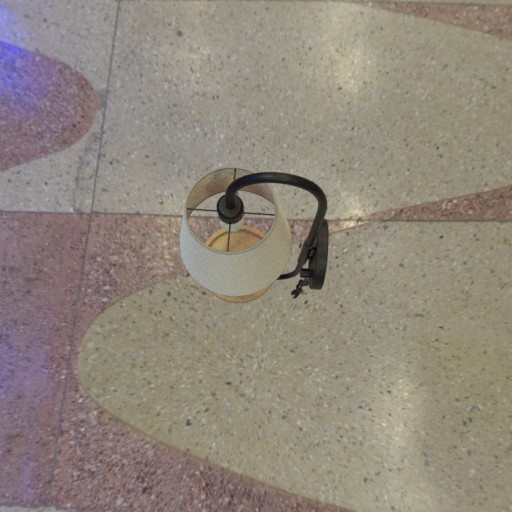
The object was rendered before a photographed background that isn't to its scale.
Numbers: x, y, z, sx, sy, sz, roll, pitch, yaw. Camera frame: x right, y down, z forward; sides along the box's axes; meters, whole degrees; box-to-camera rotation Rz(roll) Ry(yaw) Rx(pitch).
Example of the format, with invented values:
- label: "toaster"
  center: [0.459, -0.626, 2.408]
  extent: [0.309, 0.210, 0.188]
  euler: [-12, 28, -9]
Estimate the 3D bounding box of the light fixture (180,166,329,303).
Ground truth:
- label: "light fixture"
  center: [0.000, 0.000, 0.967]
  extent: [0.299, 0.821, 0.220]
  euler: [4, 75, 1]
